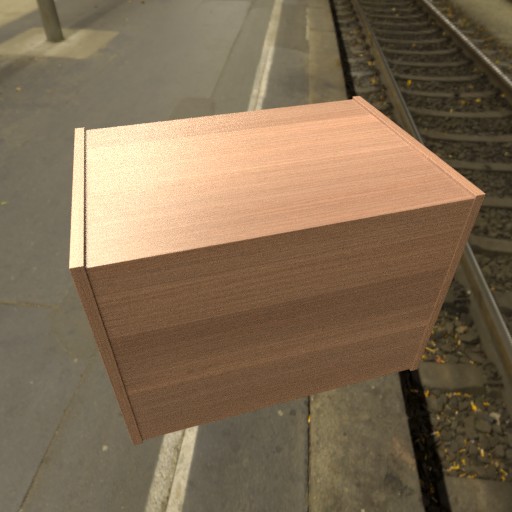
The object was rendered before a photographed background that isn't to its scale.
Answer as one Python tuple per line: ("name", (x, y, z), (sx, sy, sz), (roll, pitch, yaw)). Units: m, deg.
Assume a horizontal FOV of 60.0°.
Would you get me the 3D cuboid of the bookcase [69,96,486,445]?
("bookcase", (0.000, 0.000, 0.623), (0.415, 0.305, 0.290), (-11, 41, -12))
